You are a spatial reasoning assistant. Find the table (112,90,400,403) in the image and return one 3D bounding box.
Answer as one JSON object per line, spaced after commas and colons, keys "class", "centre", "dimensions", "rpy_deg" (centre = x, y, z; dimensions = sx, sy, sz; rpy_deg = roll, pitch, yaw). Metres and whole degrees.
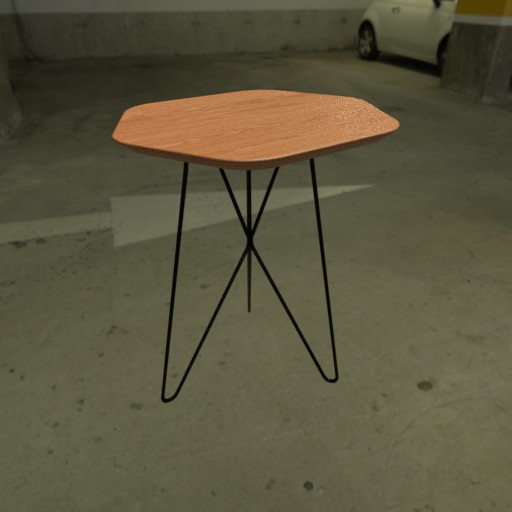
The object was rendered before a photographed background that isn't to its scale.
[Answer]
{"class": "table", "centre": [0.000, 0.000, 0.905], "dimensions": [0.500, 0.562, 0.400], "rpy_deg": [-20, 36, -30]}
